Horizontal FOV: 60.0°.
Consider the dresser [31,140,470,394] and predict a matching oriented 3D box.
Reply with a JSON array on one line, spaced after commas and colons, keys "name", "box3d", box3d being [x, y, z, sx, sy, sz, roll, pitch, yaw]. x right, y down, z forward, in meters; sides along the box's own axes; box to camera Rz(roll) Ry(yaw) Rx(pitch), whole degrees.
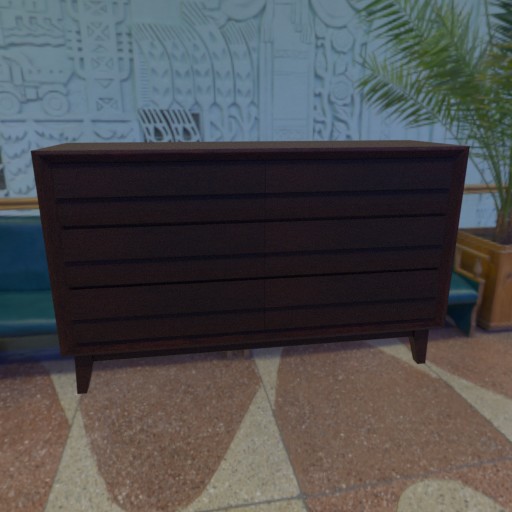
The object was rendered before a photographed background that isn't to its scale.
[{"name": "dresser", "box3d": [0.000, 0.000, 1.984, 1.609, 0.971, 0.499, -3, 18, -9]}]
